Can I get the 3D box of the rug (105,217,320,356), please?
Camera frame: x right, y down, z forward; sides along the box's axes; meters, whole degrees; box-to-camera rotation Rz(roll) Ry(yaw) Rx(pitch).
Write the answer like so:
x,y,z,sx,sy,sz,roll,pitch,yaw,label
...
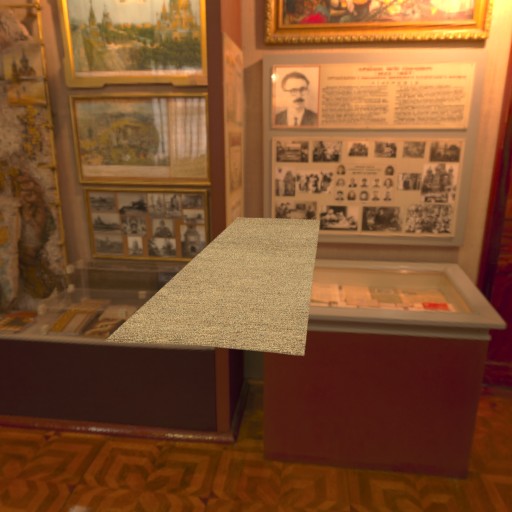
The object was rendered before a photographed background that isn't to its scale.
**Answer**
x,y,z,sx,sy,sz,roll,pitch,yaw,label
0.000,0.000,2.607,0.697,0.013,2.335,3,16,9,rug
